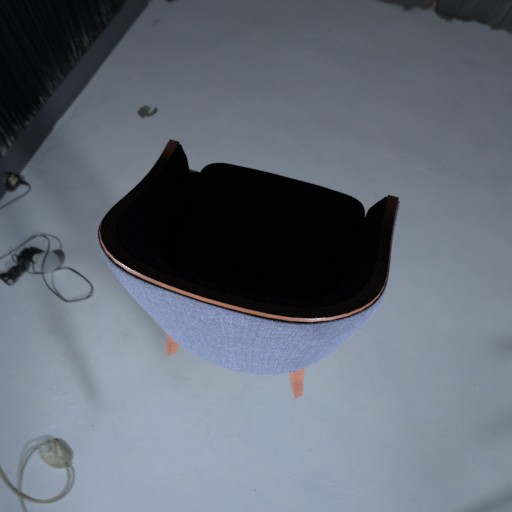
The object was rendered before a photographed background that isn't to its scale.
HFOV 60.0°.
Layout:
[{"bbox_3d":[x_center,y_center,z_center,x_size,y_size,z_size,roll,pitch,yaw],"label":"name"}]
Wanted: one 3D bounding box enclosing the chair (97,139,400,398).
[{"bbox_3d":[0.000,0.000,1.464,0.803,0.876,0.735,16,63,9],"label":"chair"}]
